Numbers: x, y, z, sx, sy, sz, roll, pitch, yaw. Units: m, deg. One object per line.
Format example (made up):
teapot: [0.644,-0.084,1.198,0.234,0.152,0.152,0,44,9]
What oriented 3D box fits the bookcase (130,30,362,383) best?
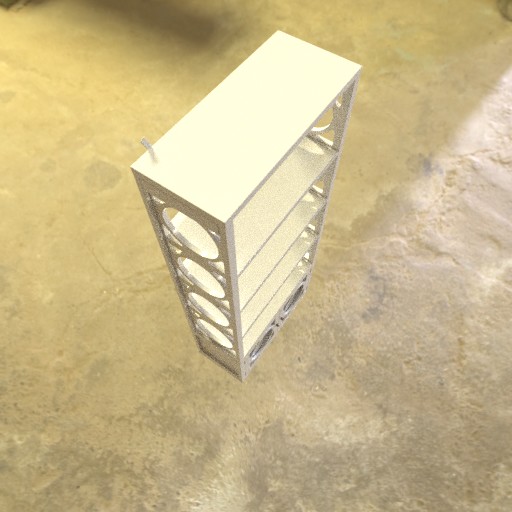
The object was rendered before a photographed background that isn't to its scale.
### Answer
bookcase: [0.000,0.000,2.136,0.361,1.869,0.761,31,65,16]
